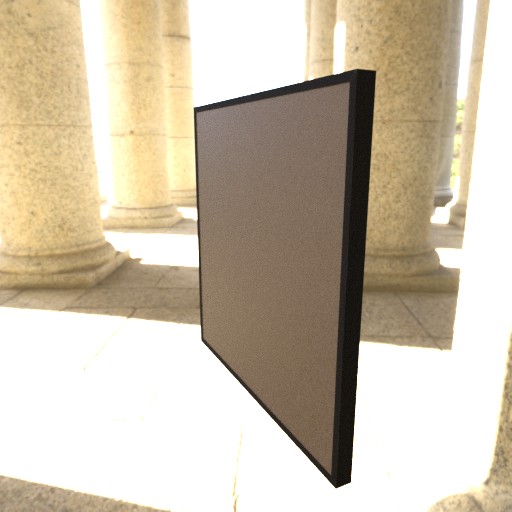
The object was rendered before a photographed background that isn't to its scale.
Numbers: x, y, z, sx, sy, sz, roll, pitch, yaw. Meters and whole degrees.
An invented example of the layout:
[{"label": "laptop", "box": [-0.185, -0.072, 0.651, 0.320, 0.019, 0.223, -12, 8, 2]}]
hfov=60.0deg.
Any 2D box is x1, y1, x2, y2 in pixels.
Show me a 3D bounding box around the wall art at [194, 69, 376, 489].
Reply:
[{"label": "wall art", "box": [0.000, 0.000, 1.108, 0.038, 0.762, 0.762, -7, 15, -26]}]
